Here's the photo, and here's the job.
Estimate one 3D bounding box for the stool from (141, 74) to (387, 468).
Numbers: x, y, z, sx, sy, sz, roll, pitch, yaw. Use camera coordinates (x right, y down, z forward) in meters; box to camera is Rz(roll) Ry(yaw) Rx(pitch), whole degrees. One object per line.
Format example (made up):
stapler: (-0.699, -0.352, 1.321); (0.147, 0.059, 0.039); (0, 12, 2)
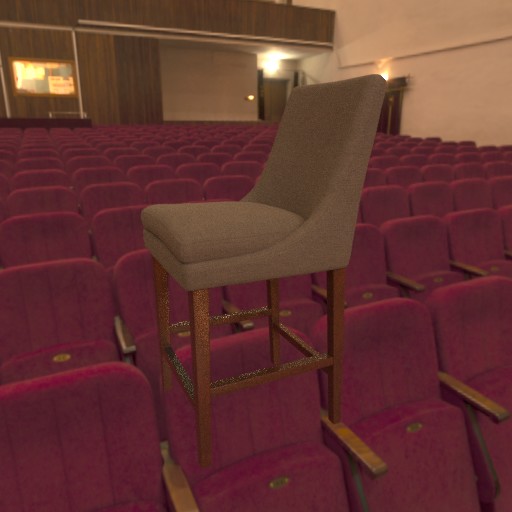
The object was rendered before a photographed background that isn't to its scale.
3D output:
stool: (0.000, 0.000, 1.302); (0.577, 0.981, 0.470); (-7, 18, -24)
